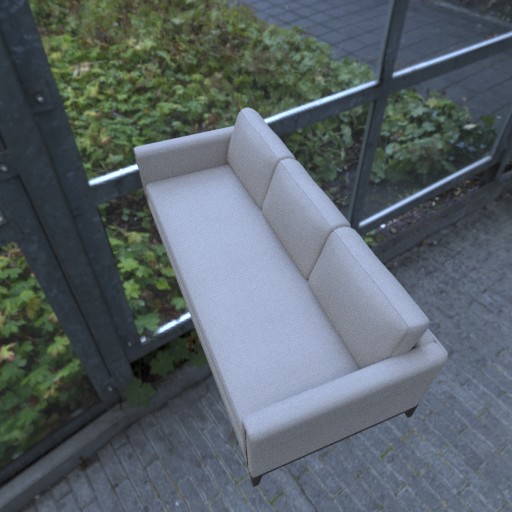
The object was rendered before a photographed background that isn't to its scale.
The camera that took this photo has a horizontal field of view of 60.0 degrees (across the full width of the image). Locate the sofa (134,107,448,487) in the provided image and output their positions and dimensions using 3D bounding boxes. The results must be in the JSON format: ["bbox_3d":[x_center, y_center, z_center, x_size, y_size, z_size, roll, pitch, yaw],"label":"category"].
[{"bbox_3d":[0.000,0.000,2.694,0.959,0.838,2.210,-17,49,-15],"label":"sofa"}]
